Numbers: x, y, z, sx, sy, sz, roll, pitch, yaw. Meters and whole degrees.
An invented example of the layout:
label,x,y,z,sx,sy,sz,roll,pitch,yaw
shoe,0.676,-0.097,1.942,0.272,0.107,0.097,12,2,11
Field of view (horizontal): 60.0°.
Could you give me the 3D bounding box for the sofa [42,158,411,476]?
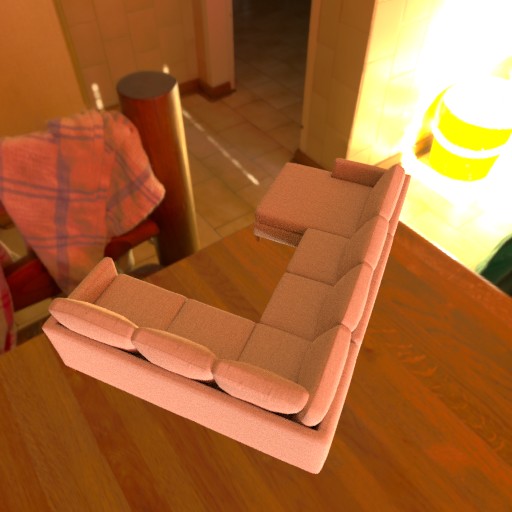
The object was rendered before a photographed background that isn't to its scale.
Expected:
label,x,y,z,sx,sy,sz,roll,pitch,yaw
sofa,0.000,0.000,4.707,2.594,0.961,3.460,17,50,16
